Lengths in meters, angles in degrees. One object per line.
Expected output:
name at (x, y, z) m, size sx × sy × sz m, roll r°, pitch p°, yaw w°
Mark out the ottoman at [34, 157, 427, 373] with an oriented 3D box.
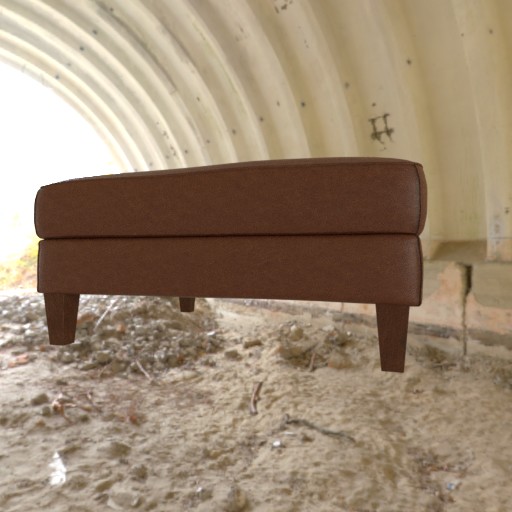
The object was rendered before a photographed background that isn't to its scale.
ottoman at (0.000, 0.000, 1.402) m, size 0.987 × 0.472 × 0.836 m, roll 0°, pitch 0°, yaw 19°
